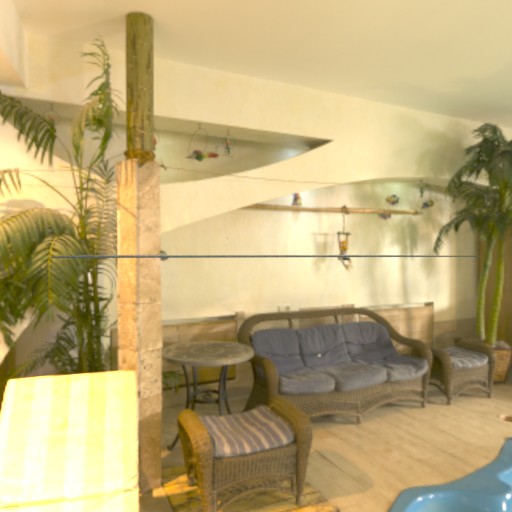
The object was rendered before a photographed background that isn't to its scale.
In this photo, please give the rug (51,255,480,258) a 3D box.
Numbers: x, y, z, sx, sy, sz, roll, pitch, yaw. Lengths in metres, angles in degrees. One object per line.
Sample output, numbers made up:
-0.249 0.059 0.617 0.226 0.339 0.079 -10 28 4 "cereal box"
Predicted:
0.000 0.000 3.100 2.440 0.007 1.525 0 0 -18 "rug"
